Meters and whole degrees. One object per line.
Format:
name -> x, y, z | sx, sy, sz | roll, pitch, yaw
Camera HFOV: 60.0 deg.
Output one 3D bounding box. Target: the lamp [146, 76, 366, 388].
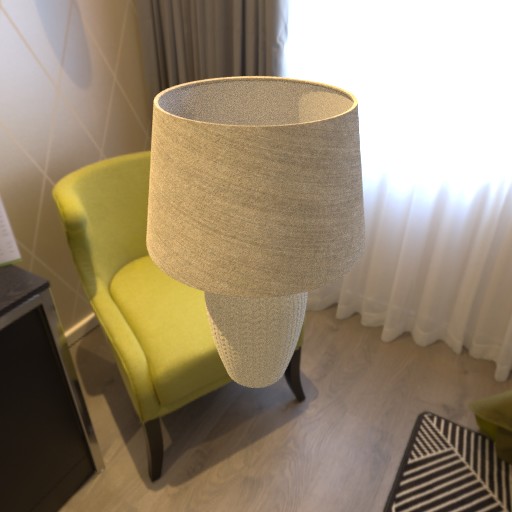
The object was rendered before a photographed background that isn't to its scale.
lamp -> 0.000, 0.000, 0.834 | 0.390, 0.580, 0.390 | 0, 33, 0
